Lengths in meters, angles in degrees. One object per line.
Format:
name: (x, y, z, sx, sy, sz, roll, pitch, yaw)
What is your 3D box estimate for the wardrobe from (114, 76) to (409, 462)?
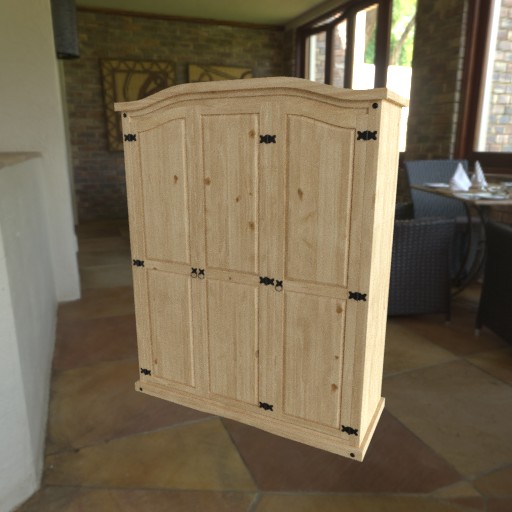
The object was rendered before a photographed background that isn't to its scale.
wardrobe: (0.000, 0.000, 2.604, 1.500, 1.870, 0.570, 7, 16, 26)
